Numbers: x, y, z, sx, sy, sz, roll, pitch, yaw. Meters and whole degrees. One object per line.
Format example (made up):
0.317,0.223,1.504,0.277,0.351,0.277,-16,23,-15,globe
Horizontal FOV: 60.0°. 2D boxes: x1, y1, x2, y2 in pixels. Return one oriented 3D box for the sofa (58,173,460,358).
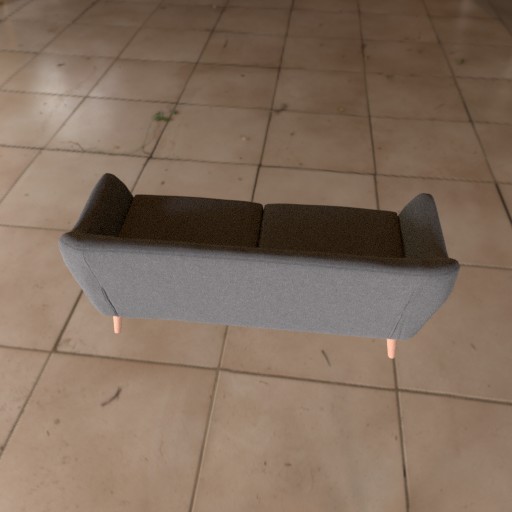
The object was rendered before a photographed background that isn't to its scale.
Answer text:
0.000,0.000,2.296,1.840,0.820,0.820,4,47,4,sofa
